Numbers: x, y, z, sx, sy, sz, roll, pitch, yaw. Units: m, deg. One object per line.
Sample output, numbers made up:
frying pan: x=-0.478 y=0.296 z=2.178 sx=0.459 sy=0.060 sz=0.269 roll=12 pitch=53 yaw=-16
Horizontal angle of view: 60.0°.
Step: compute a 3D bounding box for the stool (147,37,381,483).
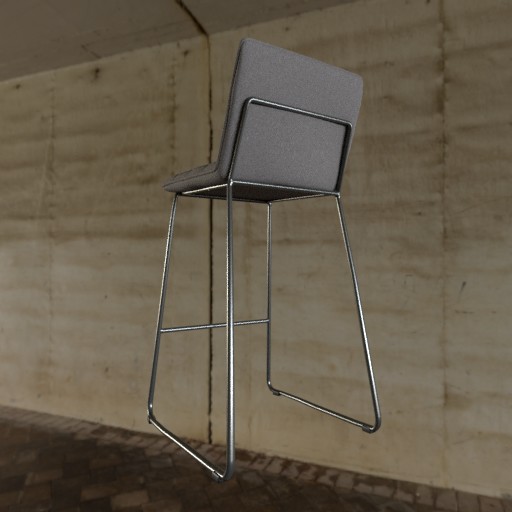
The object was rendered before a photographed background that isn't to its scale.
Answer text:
stool: x=0.000 y=0.000 z=1.249 sx=0.490 sy=0.960 sz=0.490 roll=0 pitch=-1 yaw=-35
